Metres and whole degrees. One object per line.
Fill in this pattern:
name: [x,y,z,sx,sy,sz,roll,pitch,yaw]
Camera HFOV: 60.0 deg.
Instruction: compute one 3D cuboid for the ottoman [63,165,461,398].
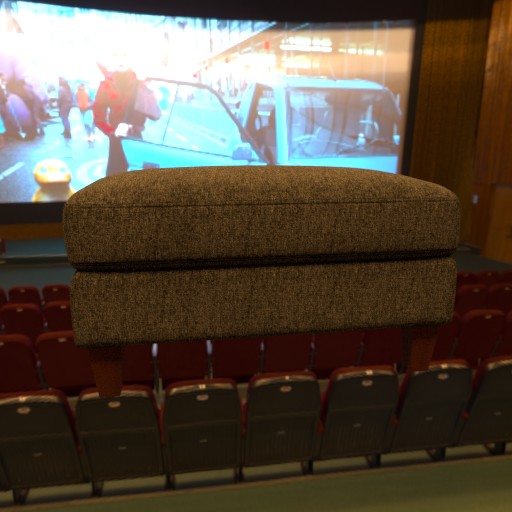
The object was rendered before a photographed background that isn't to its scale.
ottoman: [0.000,0.000,1.208,0.864,0.483,0.584,-2,14,-9]
